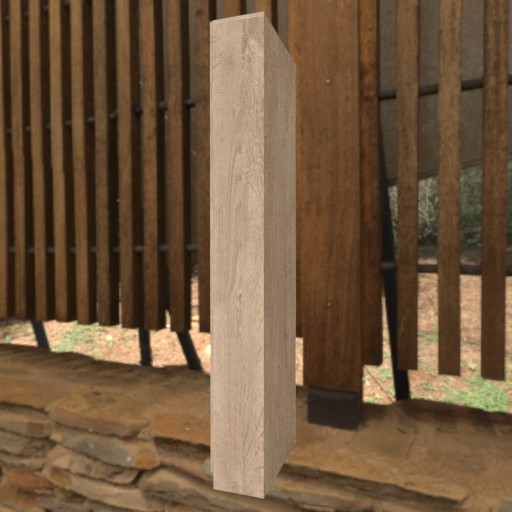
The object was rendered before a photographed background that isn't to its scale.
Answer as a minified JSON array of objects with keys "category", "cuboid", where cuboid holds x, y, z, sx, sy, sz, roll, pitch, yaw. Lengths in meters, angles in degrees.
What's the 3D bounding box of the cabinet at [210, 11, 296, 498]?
[{"category":"cabinet","cuboid":[0.000,0.000,1.903,0.230,1.790,0.500,0,1,19]}]
